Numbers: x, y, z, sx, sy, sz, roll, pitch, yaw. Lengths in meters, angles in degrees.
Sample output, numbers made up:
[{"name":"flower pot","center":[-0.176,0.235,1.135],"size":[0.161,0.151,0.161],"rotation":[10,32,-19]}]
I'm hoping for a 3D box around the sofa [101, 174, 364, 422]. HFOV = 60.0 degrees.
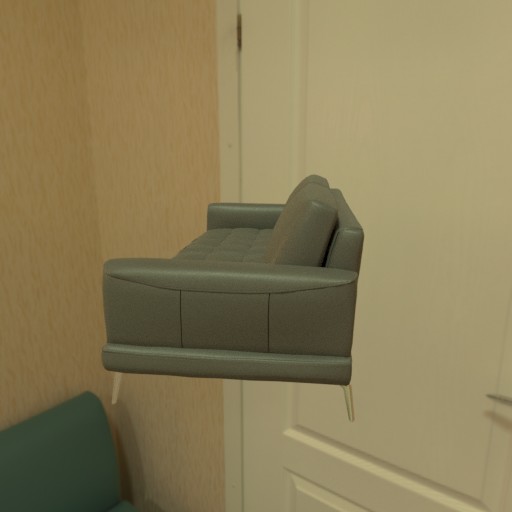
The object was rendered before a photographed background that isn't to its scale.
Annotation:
[{"name":"sofa","center":[0.000,0.000,2.795],"size":[1.121,0.930,2.177],"rotation":[2,14,7]}]
